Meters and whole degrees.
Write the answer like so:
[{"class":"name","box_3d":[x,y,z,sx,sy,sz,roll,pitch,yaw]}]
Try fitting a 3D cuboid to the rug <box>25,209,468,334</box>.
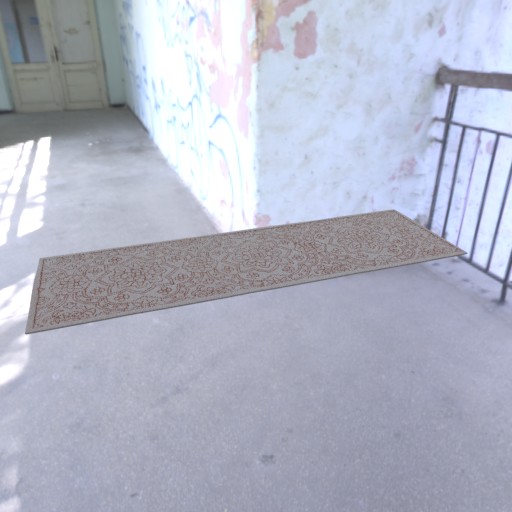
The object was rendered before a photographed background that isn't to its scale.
[{"class":"rug","box_3d":[0.000,0.000,2.643,2.448,0.012,0.769,-9,29,-17]}]
